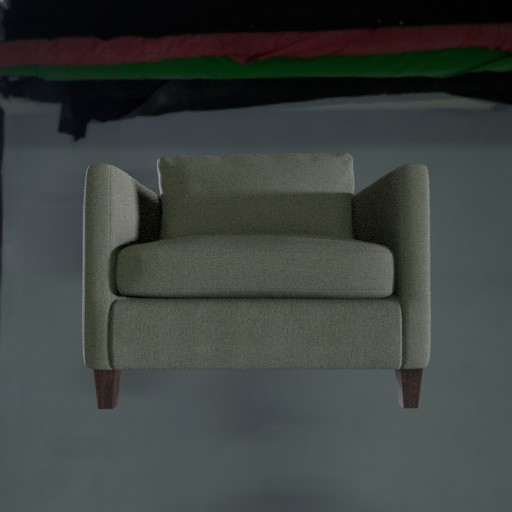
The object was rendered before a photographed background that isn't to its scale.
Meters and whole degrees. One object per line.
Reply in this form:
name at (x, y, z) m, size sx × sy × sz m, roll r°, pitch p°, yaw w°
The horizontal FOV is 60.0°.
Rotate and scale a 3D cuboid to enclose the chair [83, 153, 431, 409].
chair at (0.000, 0.000, 1.810) m, size 1.107 × 0.963 × 0.959 m, roll 0°, pitch -1°, yaw 0°
